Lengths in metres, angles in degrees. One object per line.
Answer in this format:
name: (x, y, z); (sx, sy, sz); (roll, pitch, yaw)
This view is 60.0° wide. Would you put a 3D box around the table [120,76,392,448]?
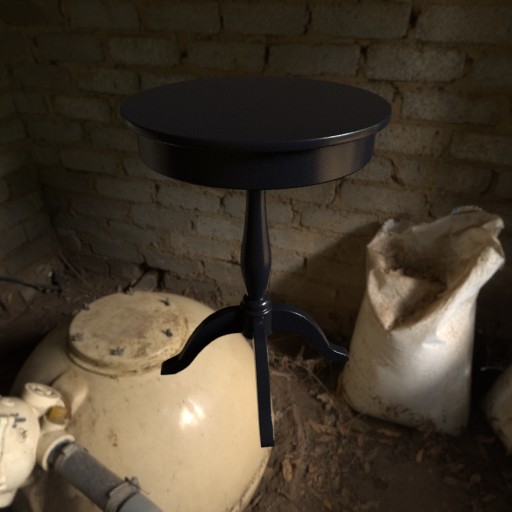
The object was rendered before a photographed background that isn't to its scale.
table: (0.000, 0.000, 0.977); (0.481, 0.665, 0.481); (0, 32, 0)
